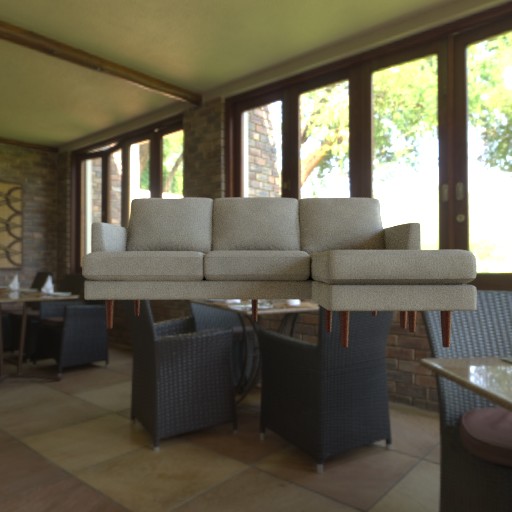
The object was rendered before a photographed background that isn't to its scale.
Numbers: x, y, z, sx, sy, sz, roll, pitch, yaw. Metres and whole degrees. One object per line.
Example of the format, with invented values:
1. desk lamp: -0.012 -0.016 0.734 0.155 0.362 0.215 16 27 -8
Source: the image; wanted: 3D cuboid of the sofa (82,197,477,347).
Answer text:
1. sofa: 0.000 0.000 2.959 2.233 0.956 1.504 0 -1 0
